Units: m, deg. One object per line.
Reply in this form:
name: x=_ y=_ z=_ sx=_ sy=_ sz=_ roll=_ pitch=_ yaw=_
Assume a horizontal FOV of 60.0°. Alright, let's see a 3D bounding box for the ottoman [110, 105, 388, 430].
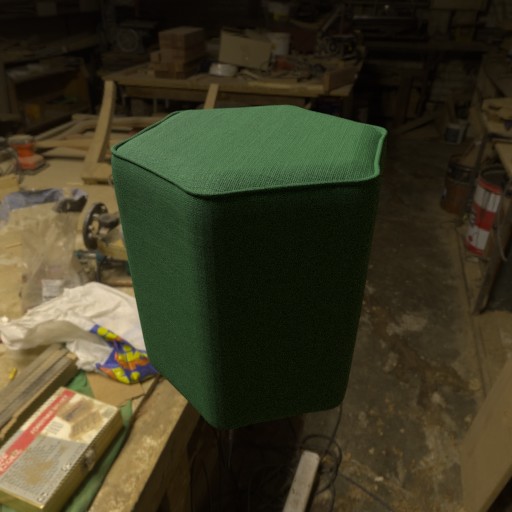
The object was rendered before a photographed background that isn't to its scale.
ottoman: x=0.000 y=0.000 z=0.900 sx=0.444 sy=0.507 sz=0.499 roll=9 pitch=33 yaw=14
